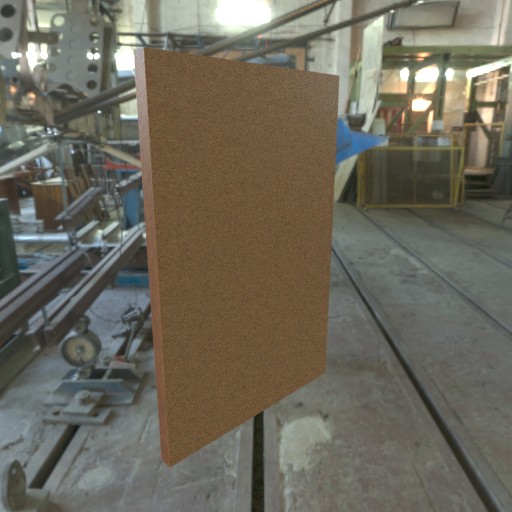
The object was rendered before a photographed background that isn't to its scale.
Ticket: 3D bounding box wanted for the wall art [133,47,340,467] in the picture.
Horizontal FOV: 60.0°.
[{"bbox_3d":[0.000,0.000,1.145,0.610,0.914,0.037,-15,22,-43],"label":"wall art"}]
